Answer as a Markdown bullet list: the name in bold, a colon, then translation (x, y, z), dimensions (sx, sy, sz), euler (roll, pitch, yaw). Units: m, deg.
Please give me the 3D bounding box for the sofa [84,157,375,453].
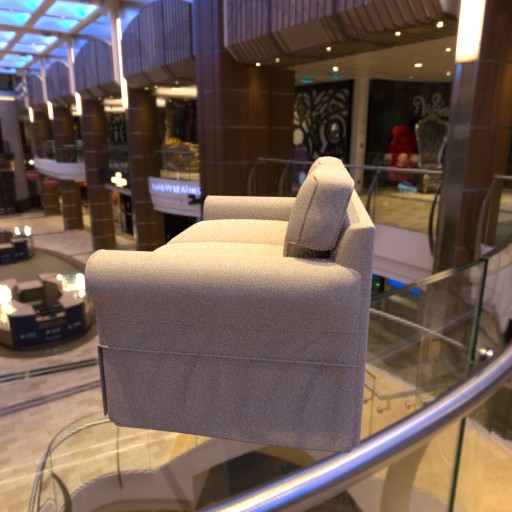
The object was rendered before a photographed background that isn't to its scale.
- **sofa**: translation (0.000, 0.000, 2.272), dimensions (0.991, 0.940, 1.727), euler (2, 15, 8)
